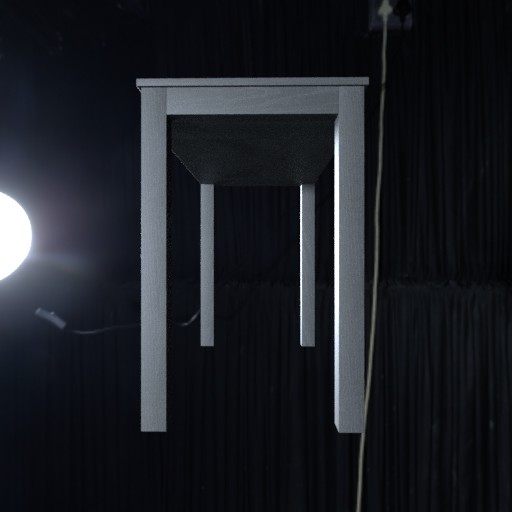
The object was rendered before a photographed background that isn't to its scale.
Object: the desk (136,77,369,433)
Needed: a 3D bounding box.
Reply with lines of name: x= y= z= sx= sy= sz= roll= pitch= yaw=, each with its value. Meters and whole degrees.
desk: x=0.000 y=0.000 z=1.444 sx=0.499 sy=0.762 sz=0.991 roll=0 pitch=0 yaw=1
